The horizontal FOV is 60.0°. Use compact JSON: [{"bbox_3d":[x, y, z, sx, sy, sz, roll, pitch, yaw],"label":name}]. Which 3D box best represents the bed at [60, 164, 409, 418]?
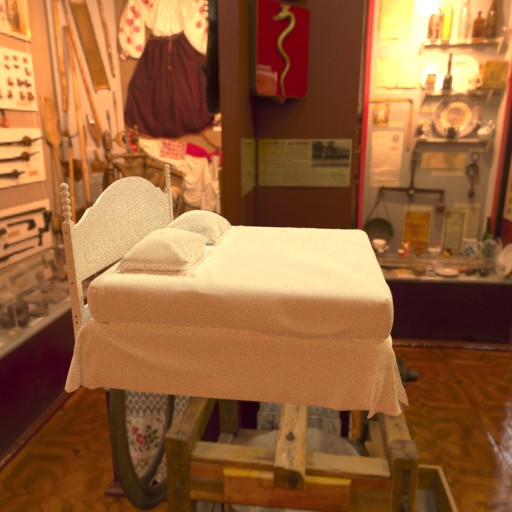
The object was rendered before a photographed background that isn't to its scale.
[{"bbox_3d":[0.000,0.000,3.677,2.219,1.355,2.322,2,15,9],"label":"bed"}]
